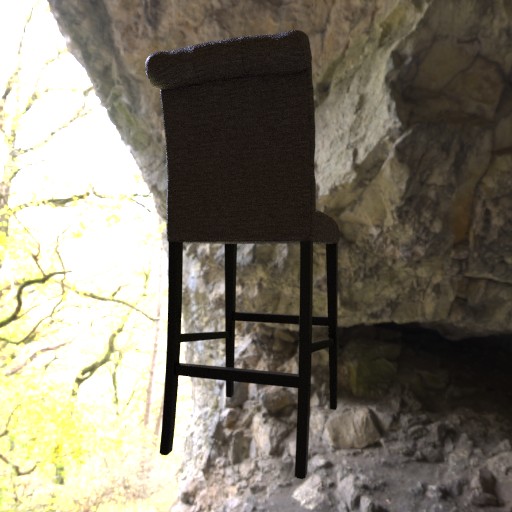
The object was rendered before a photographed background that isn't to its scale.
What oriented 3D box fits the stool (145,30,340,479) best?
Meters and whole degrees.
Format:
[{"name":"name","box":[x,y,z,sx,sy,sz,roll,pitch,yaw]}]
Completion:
[{"name":"stool","box":[0.000,0.000,1.411,0.452,1.131,0.613,0,1,19]}]
